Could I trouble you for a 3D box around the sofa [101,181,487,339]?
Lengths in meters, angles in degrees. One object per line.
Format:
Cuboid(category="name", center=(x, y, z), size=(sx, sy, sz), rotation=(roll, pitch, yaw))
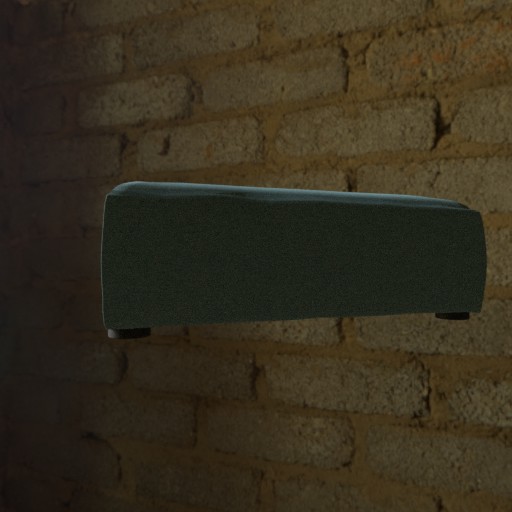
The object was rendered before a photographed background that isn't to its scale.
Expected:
Cuboid(category="sofa", center=(0.000, 0.000, 1.422), size=(0.930, 0.330, 0.930), rotation=(0, 0, -19))
